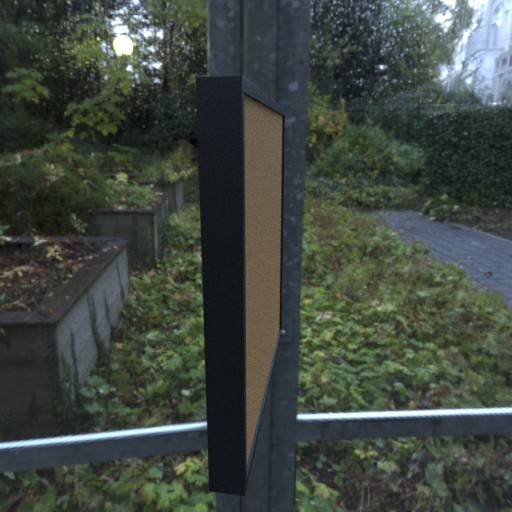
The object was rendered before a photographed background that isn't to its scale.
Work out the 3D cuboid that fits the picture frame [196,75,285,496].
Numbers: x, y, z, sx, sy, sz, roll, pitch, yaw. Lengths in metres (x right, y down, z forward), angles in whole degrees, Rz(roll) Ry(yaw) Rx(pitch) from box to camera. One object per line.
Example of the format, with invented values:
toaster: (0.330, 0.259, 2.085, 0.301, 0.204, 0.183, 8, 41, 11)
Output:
picture frame: (0.000, 0.000, 0.472, 0.030, 0.317, 0.317, 2, 15, 8)
